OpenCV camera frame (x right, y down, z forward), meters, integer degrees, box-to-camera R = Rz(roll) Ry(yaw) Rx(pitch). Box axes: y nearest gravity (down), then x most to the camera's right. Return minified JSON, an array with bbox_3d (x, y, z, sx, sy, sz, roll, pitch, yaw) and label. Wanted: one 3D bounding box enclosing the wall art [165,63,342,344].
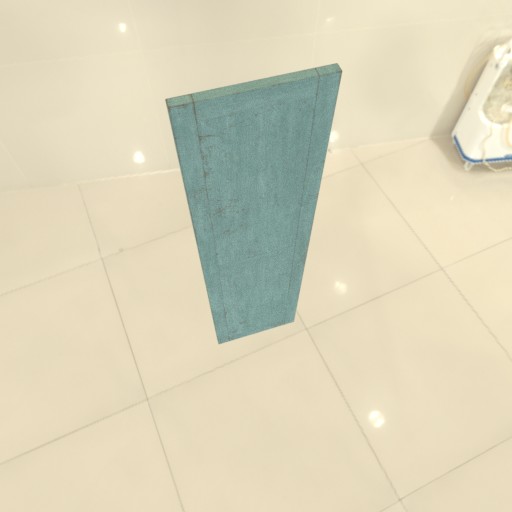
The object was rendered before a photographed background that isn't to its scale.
[{"bbox_3d":[0.000,0.000,1.326,0.329,1.219,0.025,-15,61,-9],"label":"wall art"}]
